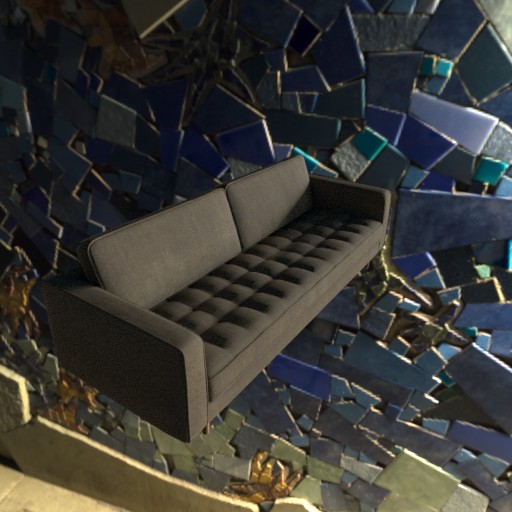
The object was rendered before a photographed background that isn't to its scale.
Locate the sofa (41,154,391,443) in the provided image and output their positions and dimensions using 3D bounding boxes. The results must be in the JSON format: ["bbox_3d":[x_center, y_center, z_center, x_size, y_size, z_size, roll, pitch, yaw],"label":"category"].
[{"bbox_3d":[0.000,0.000,2.729,0.923,0.813,2.295,17,32,30],"label":"sofa"}]
